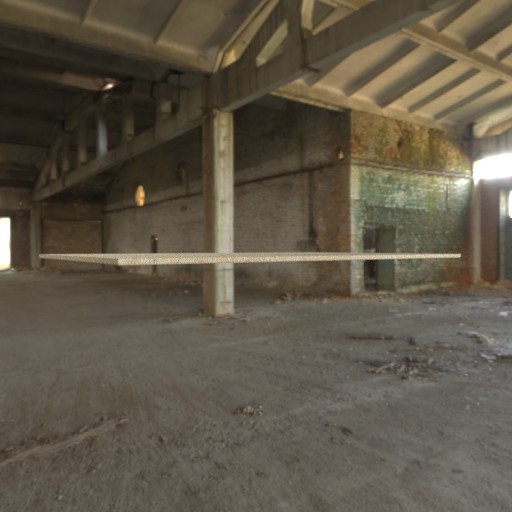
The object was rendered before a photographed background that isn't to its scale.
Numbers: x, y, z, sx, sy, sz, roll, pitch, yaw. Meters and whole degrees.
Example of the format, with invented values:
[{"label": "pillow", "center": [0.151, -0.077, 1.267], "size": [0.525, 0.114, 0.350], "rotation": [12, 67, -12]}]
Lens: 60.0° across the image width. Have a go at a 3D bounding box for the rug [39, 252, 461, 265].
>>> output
[{"label": "rug", "center": [0.000, 0.000, 2.922], "size": [2.346, 0.025, 1.500], "rotation": [-1, 1, -36]}]
